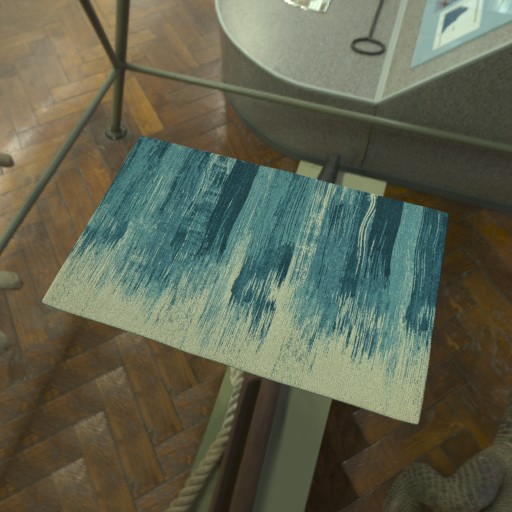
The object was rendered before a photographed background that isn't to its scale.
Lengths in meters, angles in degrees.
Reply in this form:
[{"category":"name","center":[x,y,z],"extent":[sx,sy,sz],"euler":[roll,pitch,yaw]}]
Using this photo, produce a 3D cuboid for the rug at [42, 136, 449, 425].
[{"category":"rug","center":[0.000,0.000,3.034],"extent":[2.450,0.027,1.540],"euler":[16,63,8]}]
